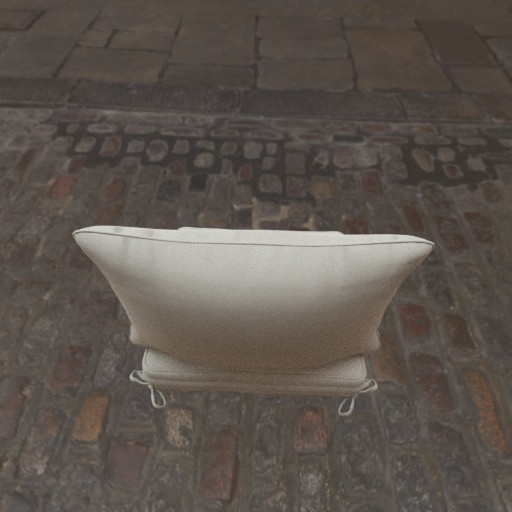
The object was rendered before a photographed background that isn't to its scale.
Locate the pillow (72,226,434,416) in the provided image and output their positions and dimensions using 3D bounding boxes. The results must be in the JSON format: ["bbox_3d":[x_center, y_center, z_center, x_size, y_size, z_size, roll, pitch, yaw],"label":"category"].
[{"bbox_3d":[0.000,0.000,1.373,0.798,0.716,0.733,2,46,2],"label":"pillow"}]
